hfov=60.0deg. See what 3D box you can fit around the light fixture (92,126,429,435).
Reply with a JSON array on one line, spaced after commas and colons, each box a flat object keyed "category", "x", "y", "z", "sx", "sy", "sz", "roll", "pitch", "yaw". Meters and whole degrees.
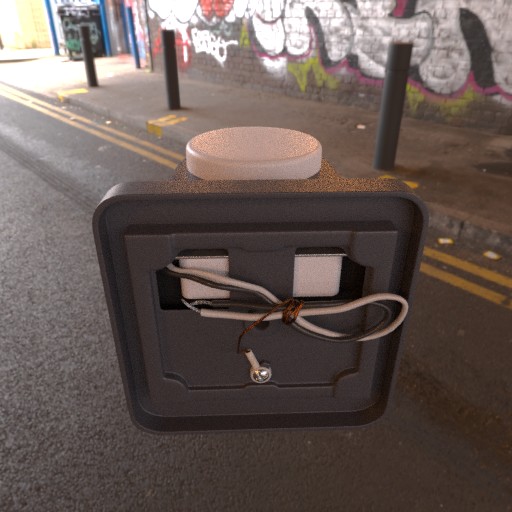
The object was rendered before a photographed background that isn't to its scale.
[{"category": "light fixture", "x": 0.000, "y": 0.000, "z": 0.214, "sx": 0.109, "sy": 0.109, "sz": 0.132, "roll": -1, "pitch": 29, "yaw": -2}]
